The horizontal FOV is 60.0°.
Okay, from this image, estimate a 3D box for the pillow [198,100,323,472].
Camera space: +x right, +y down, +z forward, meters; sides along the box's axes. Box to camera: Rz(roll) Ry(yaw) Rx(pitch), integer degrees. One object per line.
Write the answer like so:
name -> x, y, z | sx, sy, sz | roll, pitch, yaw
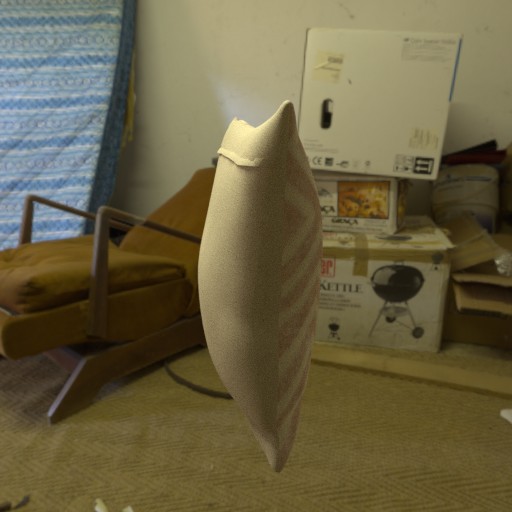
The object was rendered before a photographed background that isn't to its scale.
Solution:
pillow -> 0.000, 0.000, 0.698 | 0.182, 0.441, 0.440 | -3, 16, -9
